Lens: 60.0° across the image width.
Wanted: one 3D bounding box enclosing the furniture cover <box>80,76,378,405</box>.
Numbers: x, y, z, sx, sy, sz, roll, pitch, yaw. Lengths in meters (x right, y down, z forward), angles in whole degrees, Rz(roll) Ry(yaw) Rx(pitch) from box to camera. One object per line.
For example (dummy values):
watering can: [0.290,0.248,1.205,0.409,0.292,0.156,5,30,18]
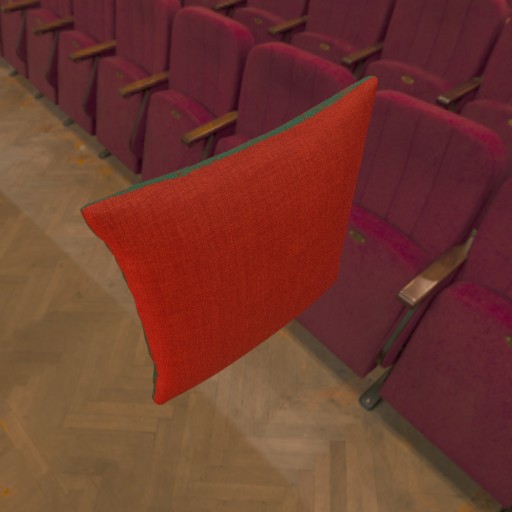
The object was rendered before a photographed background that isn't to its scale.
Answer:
furniture cover: [0.000,0.000,0.795,0.517,0.508,0.158,-32,54,-26]
